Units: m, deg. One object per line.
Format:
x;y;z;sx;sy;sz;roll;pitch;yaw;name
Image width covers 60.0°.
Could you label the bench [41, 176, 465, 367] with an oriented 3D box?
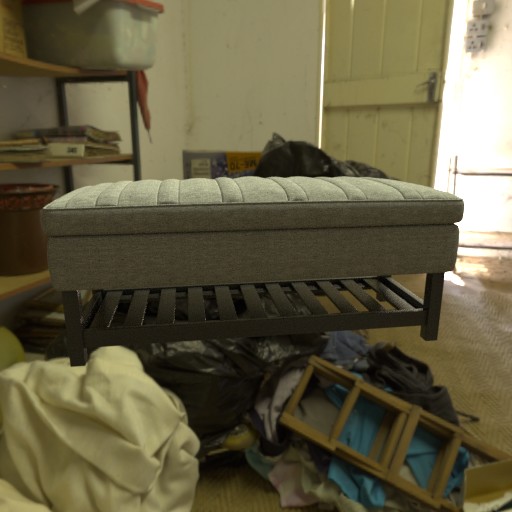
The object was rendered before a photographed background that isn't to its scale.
0.000;0.000;1.351;1.100;0.470;0.429;-2;15;-8;bench
